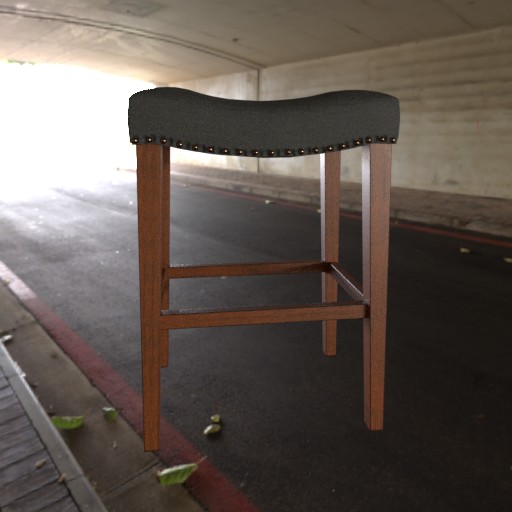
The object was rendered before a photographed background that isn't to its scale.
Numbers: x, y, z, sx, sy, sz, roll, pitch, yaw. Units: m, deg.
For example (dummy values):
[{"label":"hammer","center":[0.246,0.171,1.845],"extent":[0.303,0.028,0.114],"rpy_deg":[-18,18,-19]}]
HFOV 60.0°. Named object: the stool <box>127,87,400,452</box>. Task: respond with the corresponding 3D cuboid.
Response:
[{"label":"stool","center":[0.000,0.000,0.875],"extent":[0.439,0.612,0.320],"rpy_deg":[-2,16,-7]}]
